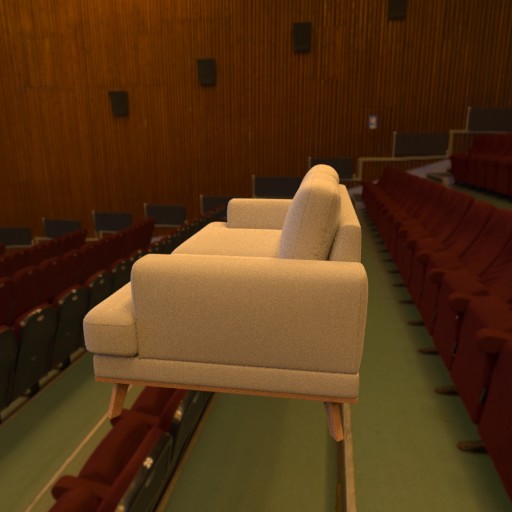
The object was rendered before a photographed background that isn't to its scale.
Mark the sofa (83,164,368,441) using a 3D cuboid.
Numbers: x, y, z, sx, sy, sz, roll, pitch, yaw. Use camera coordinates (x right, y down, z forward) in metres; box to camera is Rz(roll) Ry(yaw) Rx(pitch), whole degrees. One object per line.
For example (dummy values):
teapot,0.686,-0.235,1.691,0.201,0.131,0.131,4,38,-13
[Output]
sofa,0.000,0.000,2.137,0.915,0.810,1.651,2,15,9
